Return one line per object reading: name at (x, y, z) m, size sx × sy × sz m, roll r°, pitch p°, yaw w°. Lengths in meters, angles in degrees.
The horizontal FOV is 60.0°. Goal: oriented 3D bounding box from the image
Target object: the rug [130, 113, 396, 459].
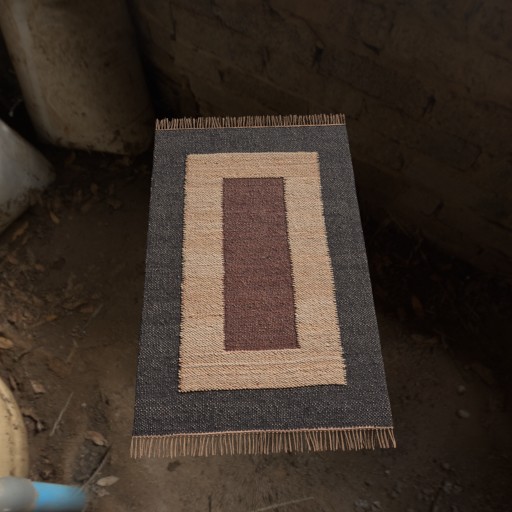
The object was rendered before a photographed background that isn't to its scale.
rug at (0.000, 0.000, 2.456) m, size 1.224 × 0.027 × 2.021 m, roll -2°, pitch 65°, yaw -1°
